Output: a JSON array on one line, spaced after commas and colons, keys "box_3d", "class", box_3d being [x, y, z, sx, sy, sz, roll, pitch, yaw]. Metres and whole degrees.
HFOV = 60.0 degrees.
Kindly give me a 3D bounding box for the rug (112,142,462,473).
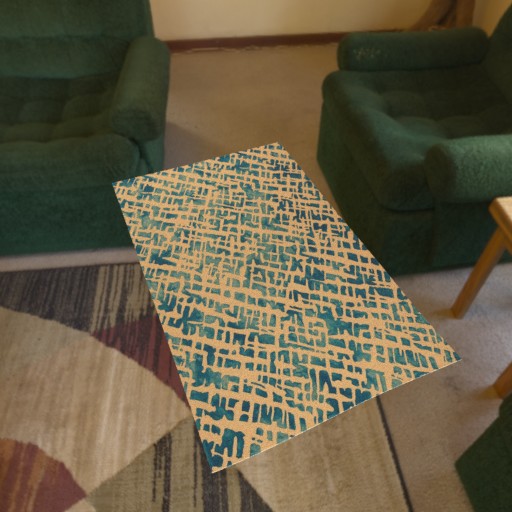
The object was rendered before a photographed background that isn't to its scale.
[{"box_3d": [0.000, 0.000, 3.089, 1.520, 0.011, 2.447, -18, 49, -16], "class": "rug"}]
